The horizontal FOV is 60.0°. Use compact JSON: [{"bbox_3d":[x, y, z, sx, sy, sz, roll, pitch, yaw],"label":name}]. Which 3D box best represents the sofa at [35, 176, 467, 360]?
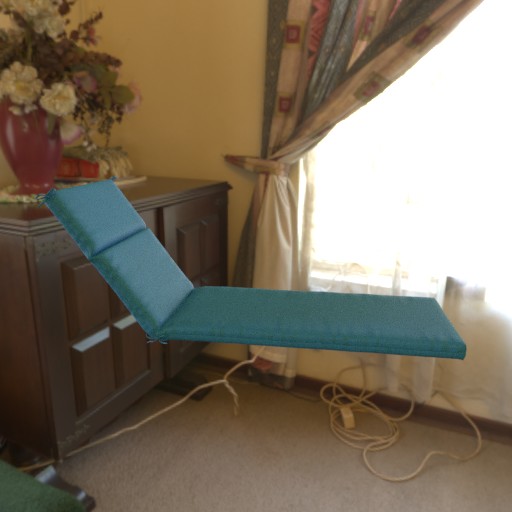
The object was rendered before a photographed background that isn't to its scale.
[{"bbox_3d":[0.000,0.000,1.929,1.663,0.622,0.582,2,16,8],"label":"sofa"}]
